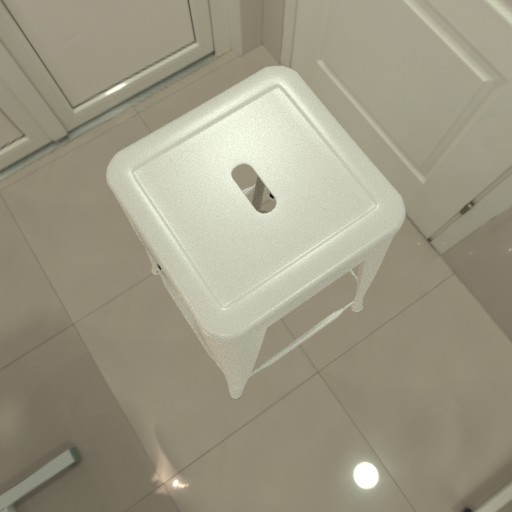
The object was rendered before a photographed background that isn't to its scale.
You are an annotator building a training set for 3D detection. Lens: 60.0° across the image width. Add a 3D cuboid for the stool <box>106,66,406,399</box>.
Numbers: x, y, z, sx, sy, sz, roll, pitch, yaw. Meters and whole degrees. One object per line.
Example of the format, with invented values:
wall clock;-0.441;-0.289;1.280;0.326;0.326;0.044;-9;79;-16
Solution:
stool;0.000;0.000;0.873;0.406;0.610;0.406;-33;76;-9
